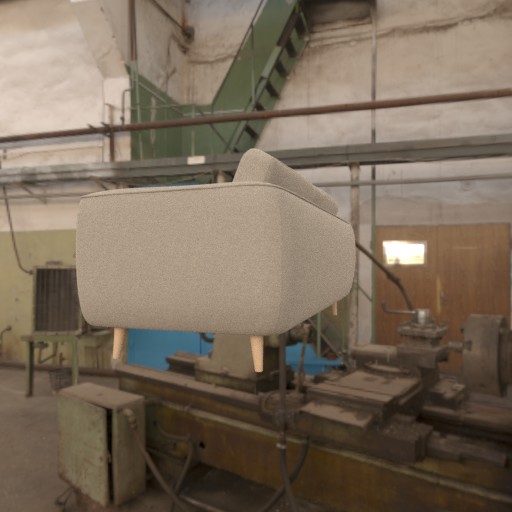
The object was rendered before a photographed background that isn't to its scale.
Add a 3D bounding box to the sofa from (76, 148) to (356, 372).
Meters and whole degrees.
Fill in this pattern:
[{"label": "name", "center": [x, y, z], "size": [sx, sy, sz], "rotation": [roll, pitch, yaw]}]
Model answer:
[{"label": "sofa", "center": [0.000, 0.000, 2.521], "size": [0.920, 0.850, 2.000], "rotation": [0, 0, 20]}]
